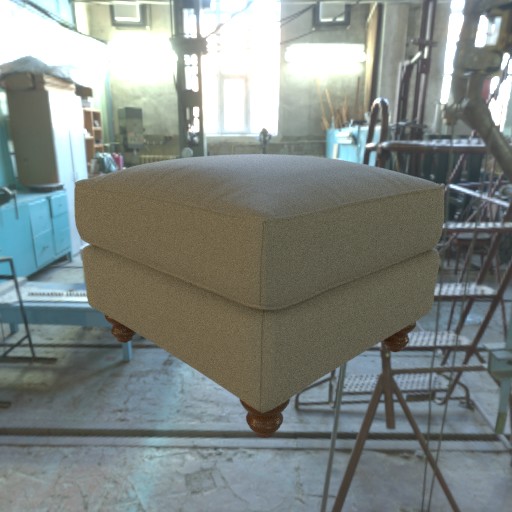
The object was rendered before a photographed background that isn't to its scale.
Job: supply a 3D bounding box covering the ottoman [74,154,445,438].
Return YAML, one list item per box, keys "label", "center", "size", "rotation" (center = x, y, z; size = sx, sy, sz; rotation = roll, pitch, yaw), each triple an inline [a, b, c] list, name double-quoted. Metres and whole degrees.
- label: "ottoman"
  center: [0.000, 0.000, 1.139]
  size: [0.662, 0.505, 0.716]
  rotation: [-15, 21, -42]
